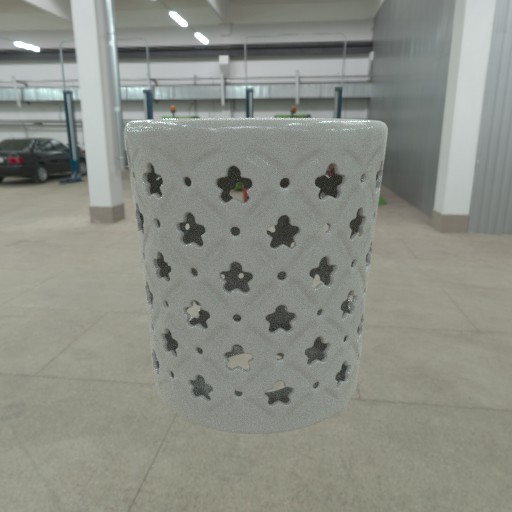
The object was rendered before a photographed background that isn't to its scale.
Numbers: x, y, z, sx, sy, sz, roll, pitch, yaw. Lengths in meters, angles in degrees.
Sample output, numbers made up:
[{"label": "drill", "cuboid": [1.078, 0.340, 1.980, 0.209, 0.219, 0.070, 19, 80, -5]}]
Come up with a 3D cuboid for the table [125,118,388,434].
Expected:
[{"label": "table", "cuboid": [0.000, 0.000, 0.659, 0.352, 0.387, 0.352, 0, 15, 0]}]
